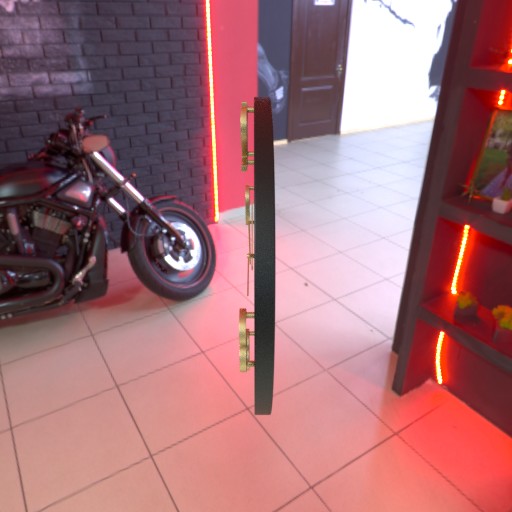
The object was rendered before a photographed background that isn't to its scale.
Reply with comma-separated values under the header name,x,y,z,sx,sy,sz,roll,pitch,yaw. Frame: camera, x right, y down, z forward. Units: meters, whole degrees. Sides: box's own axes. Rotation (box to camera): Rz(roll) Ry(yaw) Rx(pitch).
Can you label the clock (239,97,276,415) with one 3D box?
name,x,y,z,sx,sy,sz,roll,pitch,yaw
clock,0.000,0.000,0.672,0.038,0.454,0.454,0,28,0
